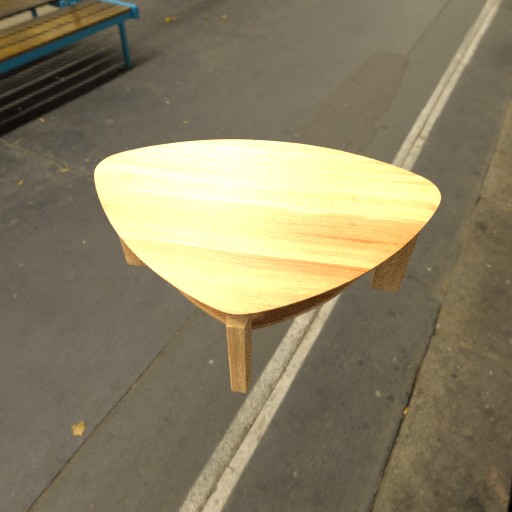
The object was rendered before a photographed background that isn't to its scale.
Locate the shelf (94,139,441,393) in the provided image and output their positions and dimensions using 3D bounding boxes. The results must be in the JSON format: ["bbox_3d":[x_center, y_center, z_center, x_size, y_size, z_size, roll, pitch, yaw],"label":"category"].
[{"bbox_3d":[0.000,0.000,1.628,1.240,0.439,0.863,6,46,5],"label":"shelf"}]
